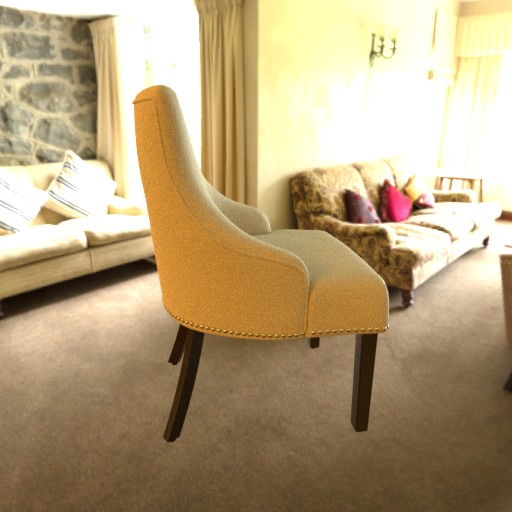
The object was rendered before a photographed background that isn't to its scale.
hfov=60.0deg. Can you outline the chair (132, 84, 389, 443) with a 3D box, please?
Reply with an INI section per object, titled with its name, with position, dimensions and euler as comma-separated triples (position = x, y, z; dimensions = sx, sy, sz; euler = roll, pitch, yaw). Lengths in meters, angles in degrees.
[chair]
position = 0.000, 0.000, 1.299
dimensions = 0.629, 0.909, 0.566
euler = -3, 18, -8
